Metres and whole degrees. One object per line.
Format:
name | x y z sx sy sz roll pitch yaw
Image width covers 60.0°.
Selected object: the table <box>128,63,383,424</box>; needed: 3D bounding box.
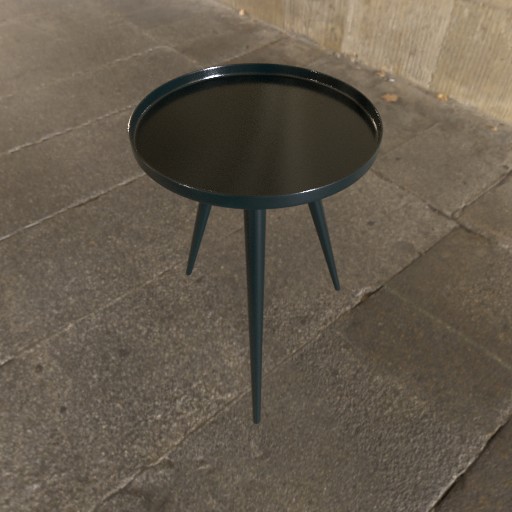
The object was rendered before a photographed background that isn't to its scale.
table | 0.000 0.000 0.835 0.403 0.548 0.415 4 47 3
